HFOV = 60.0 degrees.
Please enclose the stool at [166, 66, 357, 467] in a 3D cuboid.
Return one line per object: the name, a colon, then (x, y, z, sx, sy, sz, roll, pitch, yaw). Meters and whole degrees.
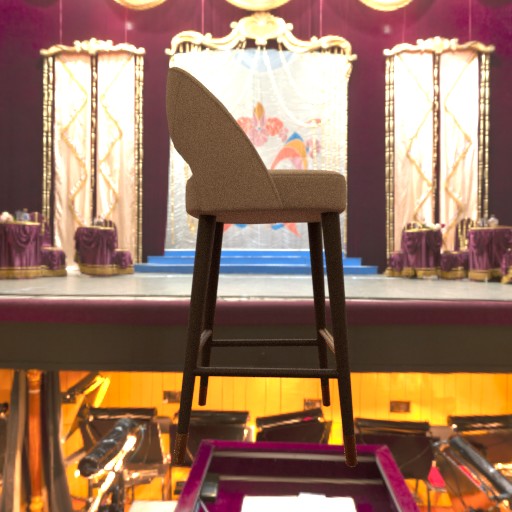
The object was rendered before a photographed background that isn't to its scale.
stool: (0.000, 0.000, 1.315, 0.509, 1.037, 0.494, 0, 0, 1)
